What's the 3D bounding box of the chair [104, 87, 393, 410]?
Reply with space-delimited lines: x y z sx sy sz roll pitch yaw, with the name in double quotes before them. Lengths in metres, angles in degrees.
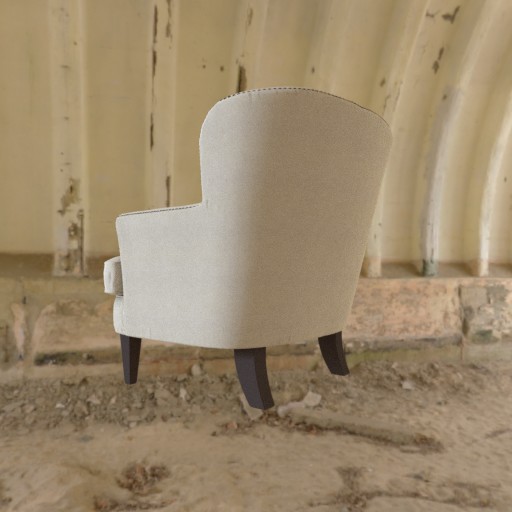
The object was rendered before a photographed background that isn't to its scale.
"chair" 0.000 0.000 1.579 0.906 0.868 0.848 -1 -2 37
